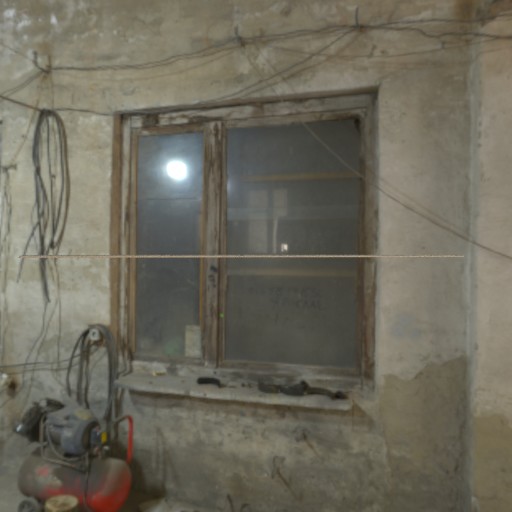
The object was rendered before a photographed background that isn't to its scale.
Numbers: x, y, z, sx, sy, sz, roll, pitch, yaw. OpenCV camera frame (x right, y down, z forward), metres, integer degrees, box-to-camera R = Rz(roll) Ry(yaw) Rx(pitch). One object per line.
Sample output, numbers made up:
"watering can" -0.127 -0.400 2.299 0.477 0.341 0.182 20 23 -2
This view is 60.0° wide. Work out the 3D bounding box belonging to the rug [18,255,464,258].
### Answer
"rug" 0.000 0.000 2.406 2.196 0.011 0.662 0 0 -18
